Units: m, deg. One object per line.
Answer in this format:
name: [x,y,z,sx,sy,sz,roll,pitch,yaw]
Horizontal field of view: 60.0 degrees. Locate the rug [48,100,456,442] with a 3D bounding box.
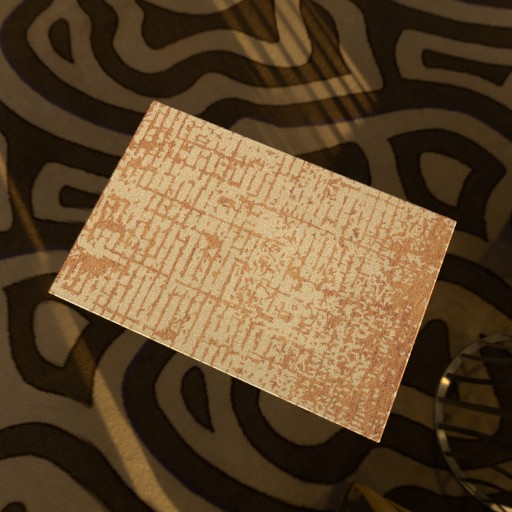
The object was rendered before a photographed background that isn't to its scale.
rug: [0.000,0.000,2.348,1.829,0.011,1.219,23,78,5]
